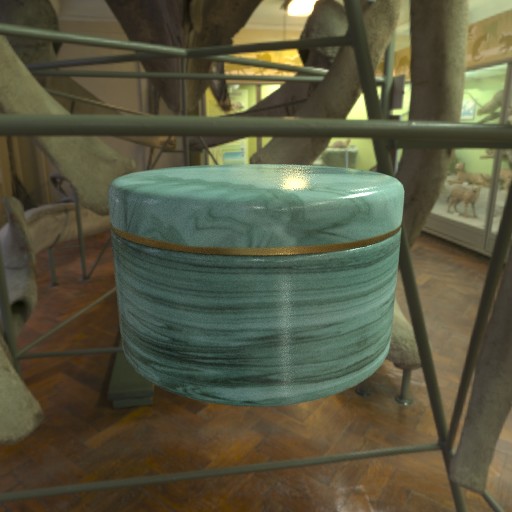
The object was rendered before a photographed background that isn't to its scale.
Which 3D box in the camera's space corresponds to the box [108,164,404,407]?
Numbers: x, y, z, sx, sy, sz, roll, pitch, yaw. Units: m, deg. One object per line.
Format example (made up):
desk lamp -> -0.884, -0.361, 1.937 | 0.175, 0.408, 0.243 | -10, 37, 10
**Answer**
box -> 0.000, 0.000, 0.166 | 0.101, 0.063, 0.101 | 0, 16, 0
